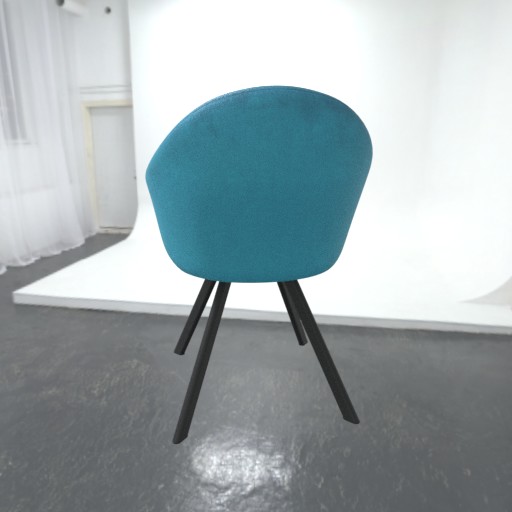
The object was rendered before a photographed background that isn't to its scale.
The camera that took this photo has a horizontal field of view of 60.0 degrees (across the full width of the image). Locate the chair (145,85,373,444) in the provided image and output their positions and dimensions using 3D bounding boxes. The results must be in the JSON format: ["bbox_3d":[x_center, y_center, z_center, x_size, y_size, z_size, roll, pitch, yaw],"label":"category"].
[{"bbox_3d":[0.000,0.000,1.156,0.540,0.780,0.570,-2,15,-9],"label":"chair"}]
